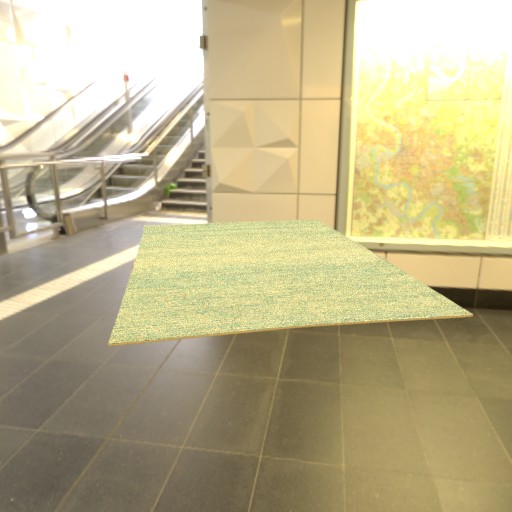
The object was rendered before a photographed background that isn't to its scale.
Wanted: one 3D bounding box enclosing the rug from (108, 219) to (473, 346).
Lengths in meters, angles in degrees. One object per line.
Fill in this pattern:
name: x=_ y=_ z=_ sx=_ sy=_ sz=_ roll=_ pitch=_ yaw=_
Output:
rug: x=0.000 y=0.000 z=2.950 sx=1.593 sy=0.029 sz=2.305 roll=-3 pitch=16 yaw=-10
